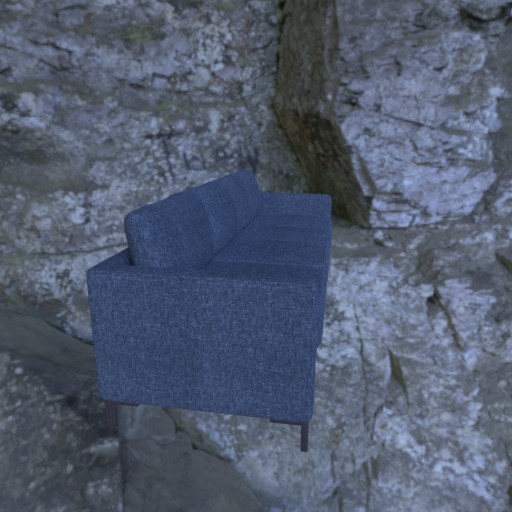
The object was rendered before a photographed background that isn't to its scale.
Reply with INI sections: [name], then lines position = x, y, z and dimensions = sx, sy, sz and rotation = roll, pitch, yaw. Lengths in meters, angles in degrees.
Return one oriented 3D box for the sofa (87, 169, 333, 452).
[sofa]
position = 0.000, 0.000, 2.626
dimensions = 0.859, 0.874, 2.218
rotation = 3, 16, 10
